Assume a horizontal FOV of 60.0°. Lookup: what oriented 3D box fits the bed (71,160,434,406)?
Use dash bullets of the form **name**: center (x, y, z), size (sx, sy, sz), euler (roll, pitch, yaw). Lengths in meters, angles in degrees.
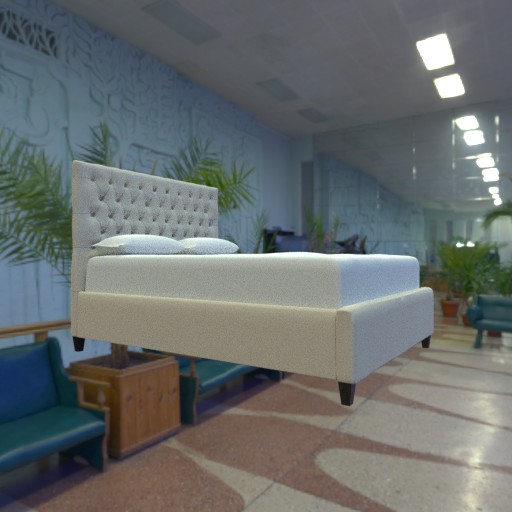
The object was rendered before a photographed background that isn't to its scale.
- **bed**: center (0.000, 0.000, 3.388), size (2.233, 1.426, 1.696), euler (0, 0, 34)
